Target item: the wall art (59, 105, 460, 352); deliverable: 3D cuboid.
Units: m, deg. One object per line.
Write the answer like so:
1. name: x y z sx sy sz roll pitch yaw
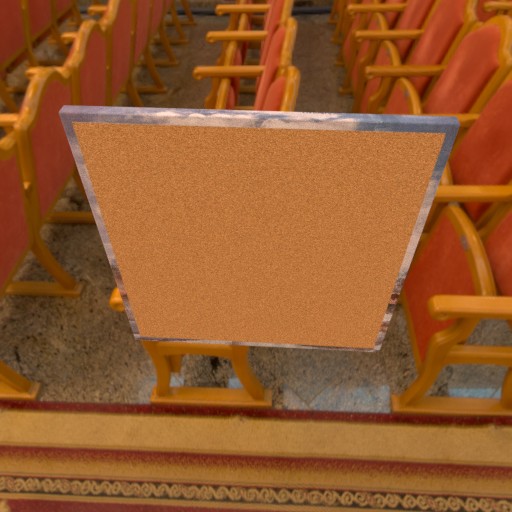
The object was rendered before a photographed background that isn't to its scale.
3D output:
1. wall art: 0.000 0.000 1.484 1.010 1.020 0.040 2 45 2
